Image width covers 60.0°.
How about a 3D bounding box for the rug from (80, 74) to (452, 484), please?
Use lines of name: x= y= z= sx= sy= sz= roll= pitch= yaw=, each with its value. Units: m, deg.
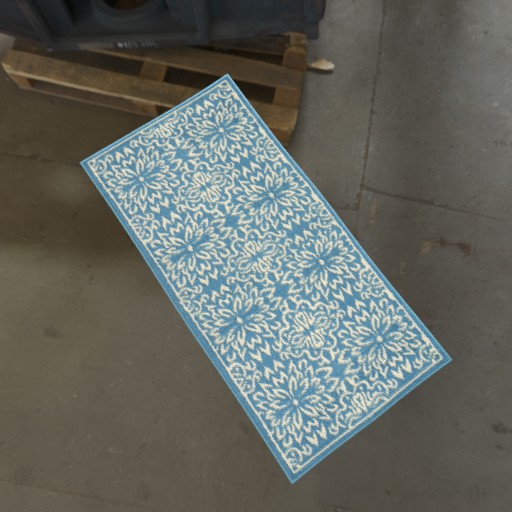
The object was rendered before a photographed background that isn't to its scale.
rug: x=0.000 y=0.000 z=1.424 sx=0.604 sy=0.007 sz=1.219 roll=-34 pitch=79 yaw=-8
